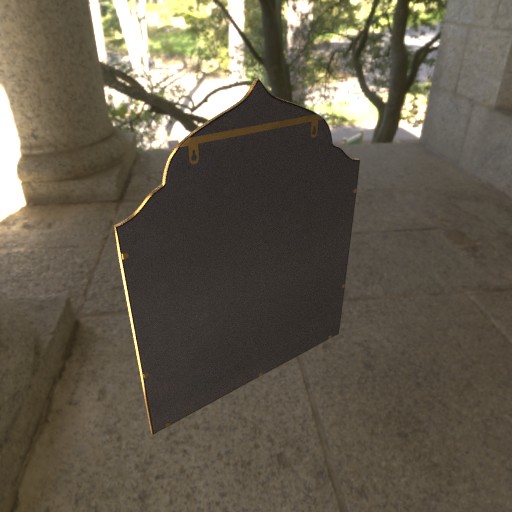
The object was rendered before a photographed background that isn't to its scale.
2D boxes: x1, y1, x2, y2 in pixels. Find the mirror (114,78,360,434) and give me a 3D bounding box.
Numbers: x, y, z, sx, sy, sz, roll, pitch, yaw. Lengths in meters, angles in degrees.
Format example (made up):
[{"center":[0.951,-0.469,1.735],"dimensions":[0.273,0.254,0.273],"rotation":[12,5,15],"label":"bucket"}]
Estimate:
[{"center":[0.000,0.000,0.844],"dimensions":[0.513,0.635,0.018],"rotation":[-20,36,-30],"label":"mirror"}]
